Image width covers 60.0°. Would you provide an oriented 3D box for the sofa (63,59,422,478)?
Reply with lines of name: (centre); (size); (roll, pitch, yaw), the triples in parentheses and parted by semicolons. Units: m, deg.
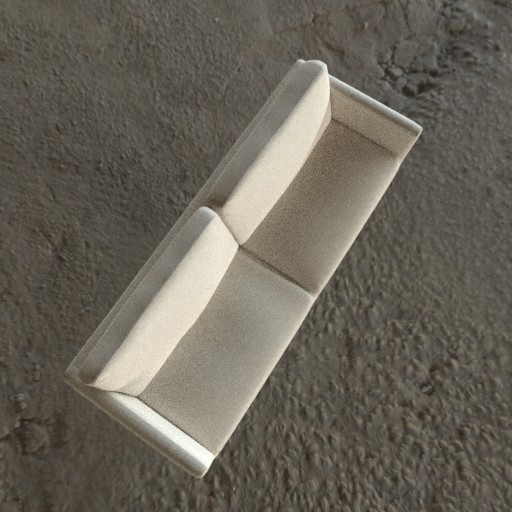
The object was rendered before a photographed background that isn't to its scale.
sofa: (0.000, 0.000, 2.823); (0.948, 0.965, 2.434); (33, 78, 8)
